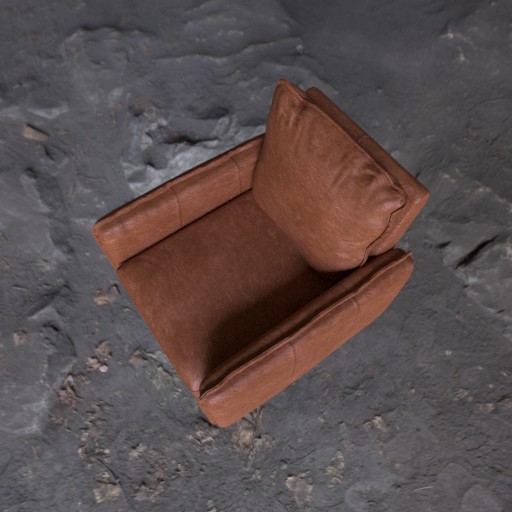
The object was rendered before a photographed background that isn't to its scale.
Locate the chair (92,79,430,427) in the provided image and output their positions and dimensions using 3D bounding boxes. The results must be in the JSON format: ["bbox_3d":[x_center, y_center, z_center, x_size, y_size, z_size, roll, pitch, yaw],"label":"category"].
[{"bbox_3d":[0.000,0.000,1.646,0.922,0.922,0.830,-32,67,-15],"label":"chair"}]
